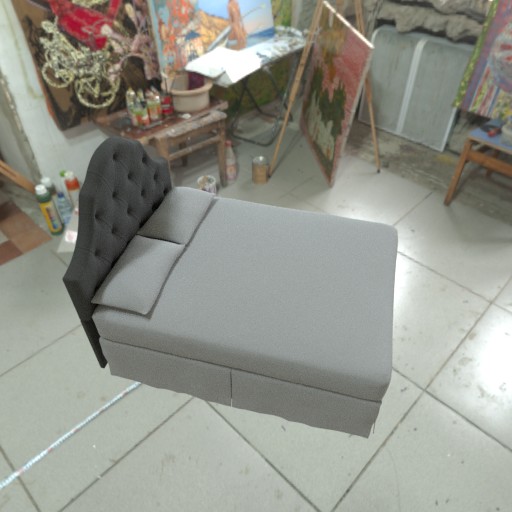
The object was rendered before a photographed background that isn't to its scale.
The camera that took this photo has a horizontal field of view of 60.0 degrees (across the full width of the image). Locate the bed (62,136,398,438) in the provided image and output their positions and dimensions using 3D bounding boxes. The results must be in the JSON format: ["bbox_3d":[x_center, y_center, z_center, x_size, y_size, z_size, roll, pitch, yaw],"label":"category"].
[{"bbox_3d":[0.000,0.000,3.315,2.155,1.575,1.636,10,45,11],"label":"bed"}]
